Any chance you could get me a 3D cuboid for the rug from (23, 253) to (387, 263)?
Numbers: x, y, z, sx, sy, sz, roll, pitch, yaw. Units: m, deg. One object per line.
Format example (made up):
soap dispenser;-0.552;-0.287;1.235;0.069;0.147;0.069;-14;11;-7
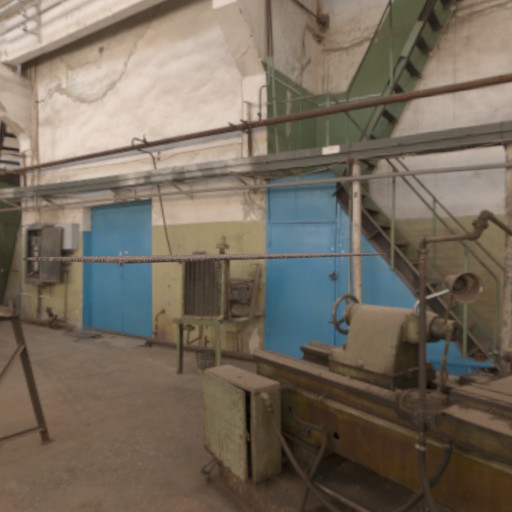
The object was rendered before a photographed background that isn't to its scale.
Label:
rug;0.000;0.000;2.537;0.691;0.011;2.296;1;1;37
